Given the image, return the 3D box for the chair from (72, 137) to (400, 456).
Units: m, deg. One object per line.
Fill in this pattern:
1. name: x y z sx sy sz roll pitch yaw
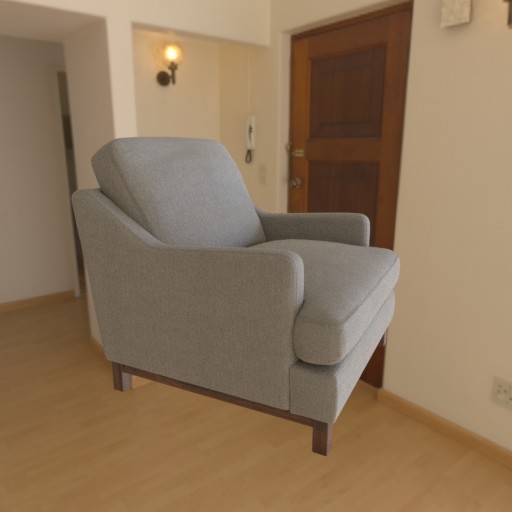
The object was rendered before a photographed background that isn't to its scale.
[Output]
1. chair: 0.000 0.000 1.571 0.892 0.821 0.826 7 15 26
